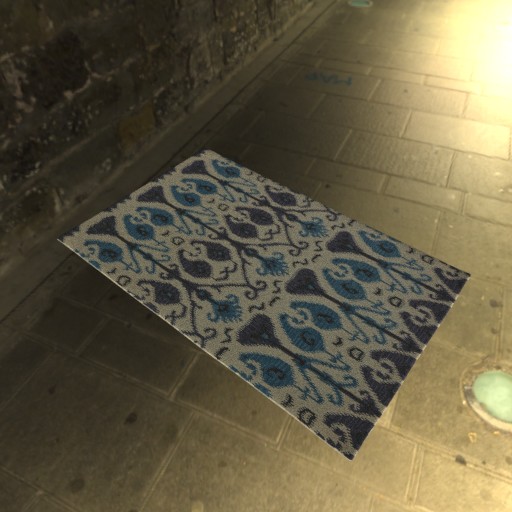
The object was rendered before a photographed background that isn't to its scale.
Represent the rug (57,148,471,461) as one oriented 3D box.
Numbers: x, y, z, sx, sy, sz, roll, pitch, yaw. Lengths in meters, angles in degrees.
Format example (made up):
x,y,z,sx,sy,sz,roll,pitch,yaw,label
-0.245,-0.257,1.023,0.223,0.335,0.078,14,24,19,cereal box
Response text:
x,y,z,sx,sy,sz,roll,pitch,yaw,label
0.000,0.000,2.129,1.698,0.013,1.072,30,53,26,rug
